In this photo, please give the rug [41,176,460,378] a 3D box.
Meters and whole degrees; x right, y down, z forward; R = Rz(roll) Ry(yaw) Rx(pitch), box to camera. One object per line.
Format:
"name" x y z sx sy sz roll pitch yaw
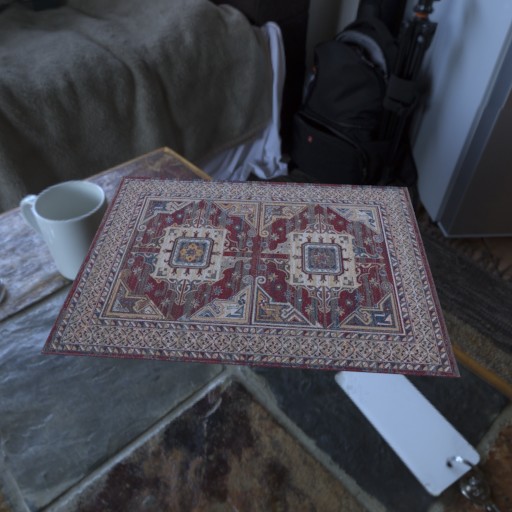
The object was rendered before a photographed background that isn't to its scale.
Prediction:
"rug" 0.000 0.000 2.883 2.210 0.011 1.599 3 46 3
